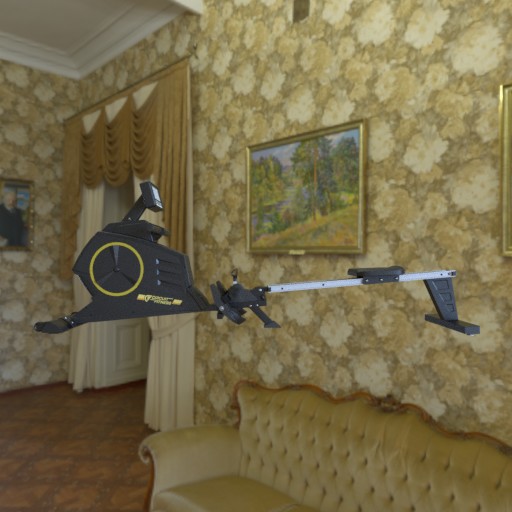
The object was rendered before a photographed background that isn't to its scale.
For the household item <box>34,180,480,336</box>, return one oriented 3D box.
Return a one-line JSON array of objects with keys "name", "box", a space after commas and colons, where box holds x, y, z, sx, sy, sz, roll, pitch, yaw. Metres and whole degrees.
[{"name": "household item", "box": [0.000, 0.000, 2.488, 2.251, 0.810, 0.521, 0, -1, 0]}]
